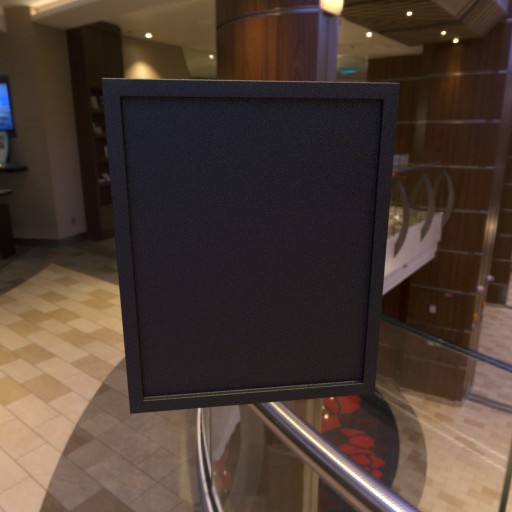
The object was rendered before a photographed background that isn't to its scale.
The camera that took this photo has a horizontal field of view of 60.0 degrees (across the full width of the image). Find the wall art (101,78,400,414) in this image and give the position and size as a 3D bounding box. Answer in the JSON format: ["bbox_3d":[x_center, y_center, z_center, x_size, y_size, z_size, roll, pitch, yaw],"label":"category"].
[{"bbox_3d":[0.000,0.000,0.759,0.457,0.559,0.028,-2,15,-8],"label":"wall art"}]
